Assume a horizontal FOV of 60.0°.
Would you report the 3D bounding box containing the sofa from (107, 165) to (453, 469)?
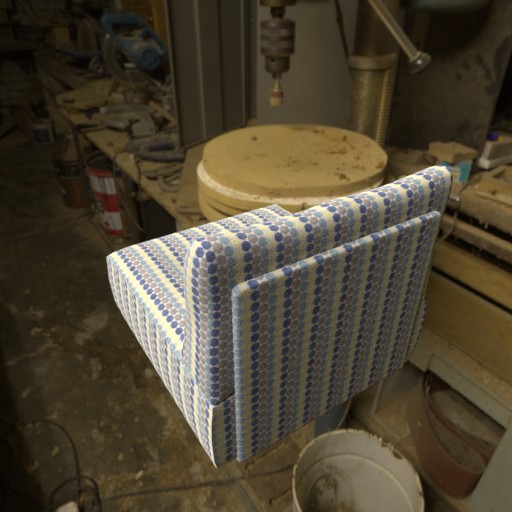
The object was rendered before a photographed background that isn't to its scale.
[{"bbox_3d":[0.000,0.000,1.726,0.930,0.830,1.000,-19,37,-27],"label":"sofa"}]
